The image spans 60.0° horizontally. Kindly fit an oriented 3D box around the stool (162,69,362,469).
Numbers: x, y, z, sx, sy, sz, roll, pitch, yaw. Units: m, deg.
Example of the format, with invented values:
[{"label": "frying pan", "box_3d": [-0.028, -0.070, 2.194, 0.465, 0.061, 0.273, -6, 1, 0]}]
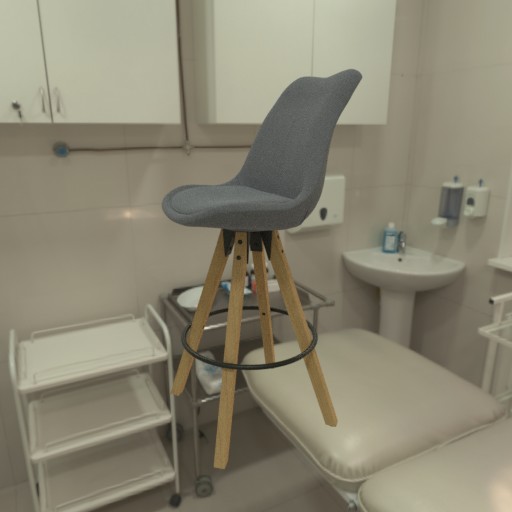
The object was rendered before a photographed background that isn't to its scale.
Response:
[{"label": "stool", "box_3d": [0.000, 0.000, 1.423, 0.550, 1.115, 0.485, -8, 18, -27]}]
